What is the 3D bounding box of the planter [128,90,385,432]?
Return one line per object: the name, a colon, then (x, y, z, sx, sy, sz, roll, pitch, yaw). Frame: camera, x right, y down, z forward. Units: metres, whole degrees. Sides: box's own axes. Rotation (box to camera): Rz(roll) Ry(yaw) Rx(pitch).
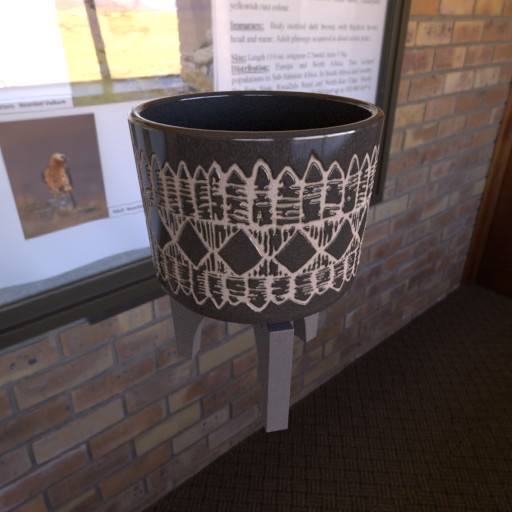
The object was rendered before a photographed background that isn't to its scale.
planter: (0.000, 0.000, 0.408, 0.196, 0.264, 0.196, 8, 29, 15)
